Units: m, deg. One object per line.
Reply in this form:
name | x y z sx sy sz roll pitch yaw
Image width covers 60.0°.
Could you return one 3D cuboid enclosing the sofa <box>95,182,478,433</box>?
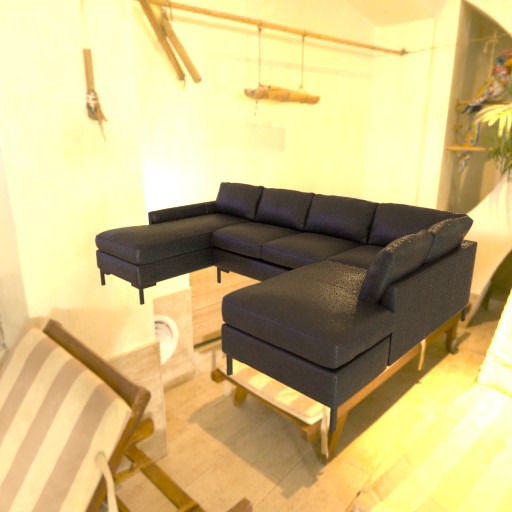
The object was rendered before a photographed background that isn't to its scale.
sofa | 0.000 0.000 3.763 2.956 0.900 1.939 16 23 42
